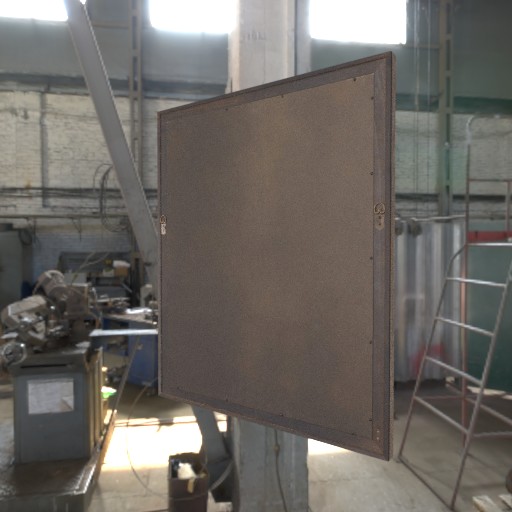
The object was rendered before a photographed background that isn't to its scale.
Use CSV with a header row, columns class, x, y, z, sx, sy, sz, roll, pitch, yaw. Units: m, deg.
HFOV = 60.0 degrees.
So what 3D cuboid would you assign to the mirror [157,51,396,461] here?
class,x,y,z,sx,sy,sz,roll,pitch,yaw
mirror,0.000,0.000,1.178,0.730,0.882,0.032,1,1,36
